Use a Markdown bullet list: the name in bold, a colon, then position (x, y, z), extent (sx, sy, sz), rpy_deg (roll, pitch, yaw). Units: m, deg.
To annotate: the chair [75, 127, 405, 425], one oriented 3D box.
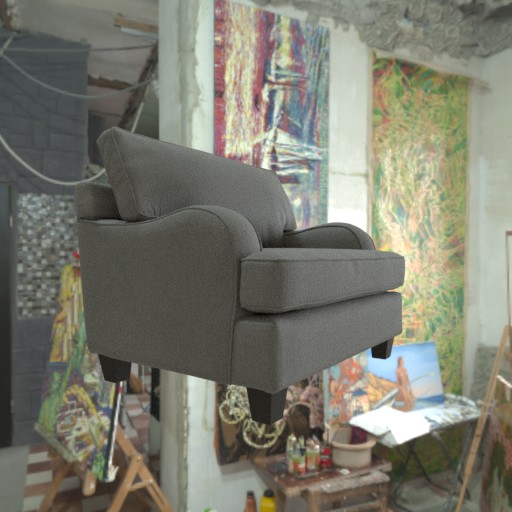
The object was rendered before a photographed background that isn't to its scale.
- **chair**: position (0.000, 0.000, 2.034), extent (1.041, 1.016, 1.220), rpy_deg (0, 1, 36)
